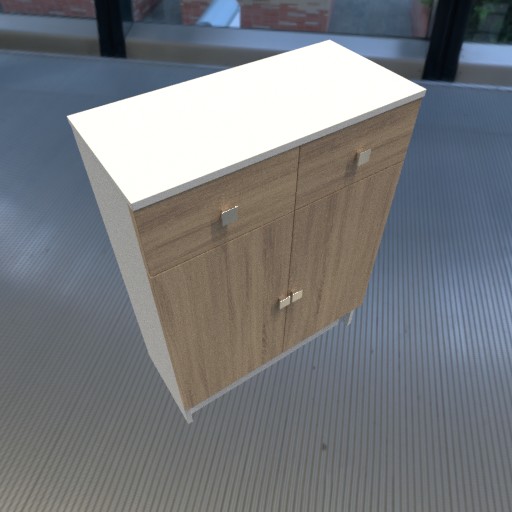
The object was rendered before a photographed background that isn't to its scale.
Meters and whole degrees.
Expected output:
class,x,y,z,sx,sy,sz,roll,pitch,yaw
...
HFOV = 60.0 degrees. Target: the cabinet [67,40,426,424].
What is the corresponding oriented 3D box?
class,x,y,z,sx,sy,sz,roll,pitch,yaw
cabinet,0.000,0.000,1.105,0.600,0.815,0.296,-26,52,-22
